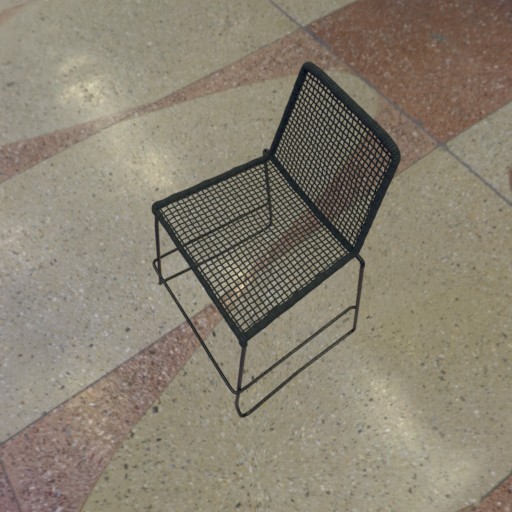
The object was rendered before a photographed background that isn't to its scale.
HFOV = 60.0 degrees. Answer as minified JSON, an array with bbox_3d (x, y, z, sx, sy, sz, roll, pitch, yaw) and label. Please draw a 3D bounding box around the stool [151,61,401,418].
[{"bbox_3d":[0.000,0.000,1.240,0.509,0.905,0.590,-31,68,-14],"label":"stool"}]
